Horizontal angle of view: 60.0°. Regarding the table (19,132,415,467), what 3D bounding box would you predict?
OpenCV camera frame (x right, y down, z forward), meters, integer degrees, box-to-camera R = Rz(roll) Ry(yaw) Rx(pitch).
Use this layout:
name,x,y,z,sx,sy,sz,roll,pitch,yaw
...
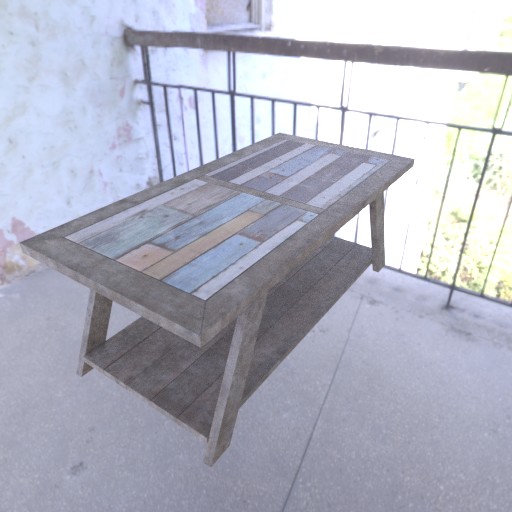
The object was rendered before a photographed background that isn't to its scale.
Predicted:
name,x,y,z,sx,sy,sz,roll,pitch,yaw
table,0.000,0.000,1.521,0.610,0.470,1.219,20,37,30
